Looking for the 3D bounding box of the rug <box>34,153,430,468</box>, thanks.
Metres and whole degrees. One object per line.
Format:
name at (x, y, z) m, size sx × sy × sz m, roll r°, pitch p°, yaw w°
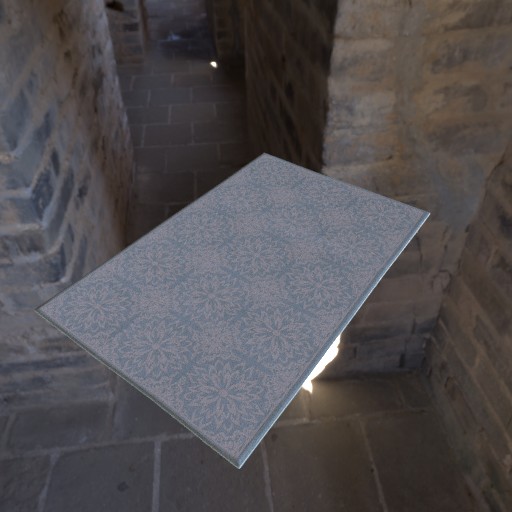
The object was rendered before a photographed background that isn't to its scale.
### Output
rug at (0.000, 0.000, 3.506) m, size 1.819 × 0.018 × 2.746 m, roll 26°, pitch 48°, yaw 26°
